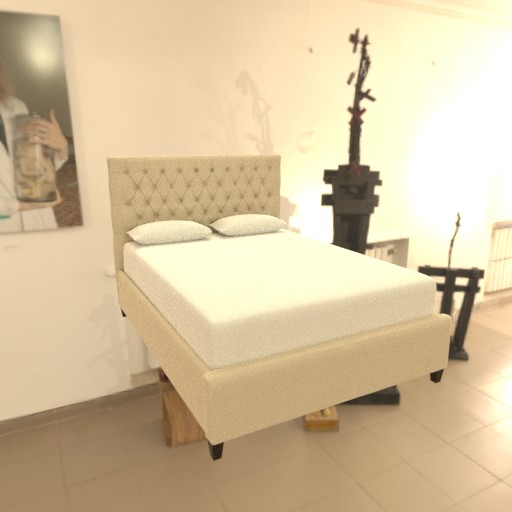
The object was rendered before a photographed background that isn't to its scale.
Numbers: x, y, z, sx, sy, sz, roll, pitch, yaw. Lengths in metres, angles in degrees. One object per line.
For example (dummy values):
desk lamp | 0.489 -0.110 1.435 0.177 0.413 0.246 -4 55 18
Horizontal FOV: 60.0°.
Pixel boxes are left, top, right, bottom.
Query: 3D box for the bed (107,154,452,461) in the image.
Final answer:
bed | 0.000 0.000 3.328 1.696 1.426 2.233 -7 16 -27
